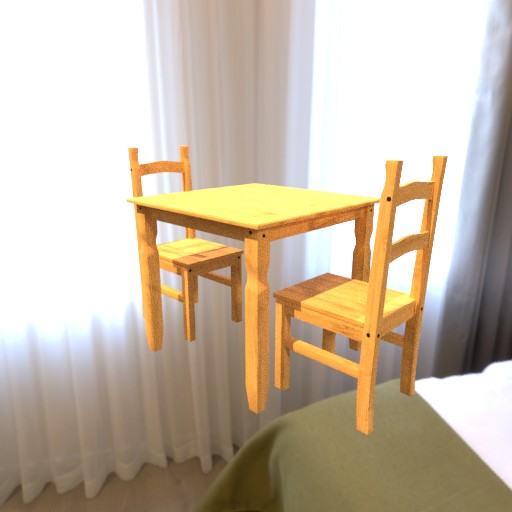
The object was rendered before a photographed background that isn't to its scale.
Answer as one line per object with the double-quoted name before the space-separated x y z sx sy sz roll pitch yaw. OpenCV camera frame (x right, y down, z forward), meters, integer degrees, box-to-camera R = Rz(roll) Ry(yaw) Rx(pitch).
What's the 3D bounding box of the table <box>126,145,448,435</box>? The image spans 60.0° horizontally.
"table" 0.000 0.000 2.034 1.501 0.942 0.813 15 22 42
